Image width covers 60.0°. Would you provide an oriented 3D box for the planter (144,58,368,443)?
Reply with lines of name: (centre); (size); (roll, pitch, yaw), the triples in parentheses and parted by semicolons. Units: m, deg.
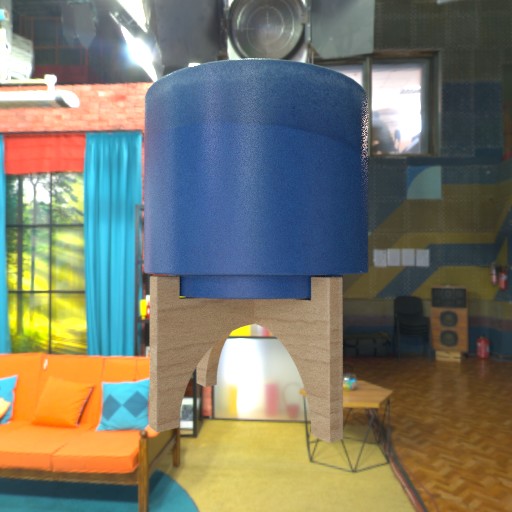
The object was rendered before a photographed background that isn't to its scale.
planter: (0.000, 0.000, 0.391); (0.192, 0.263, 0.192); (0, -1, 0)
